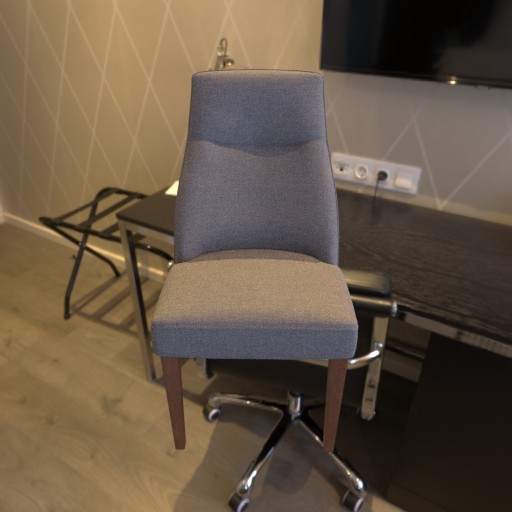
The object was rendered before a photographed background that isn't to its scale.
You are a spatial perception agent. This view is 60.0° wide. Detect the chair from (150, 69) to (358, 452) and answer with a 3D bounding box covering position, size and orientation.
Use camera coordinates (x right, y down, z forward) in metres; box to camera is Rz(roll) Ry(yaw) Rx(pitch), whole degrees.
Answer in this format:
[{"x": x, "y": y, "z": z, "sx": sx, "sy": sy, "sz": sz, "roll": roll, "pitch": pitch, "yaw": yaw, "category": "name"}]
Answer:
[{"x": 0.000, "y": 0.000, "z": 1.286, "sx": 0.500, "sy": 0.930, "sz": 0.620, "roll": 1, "pitch": 32, "yaw": 1, "category": "chair"}]
